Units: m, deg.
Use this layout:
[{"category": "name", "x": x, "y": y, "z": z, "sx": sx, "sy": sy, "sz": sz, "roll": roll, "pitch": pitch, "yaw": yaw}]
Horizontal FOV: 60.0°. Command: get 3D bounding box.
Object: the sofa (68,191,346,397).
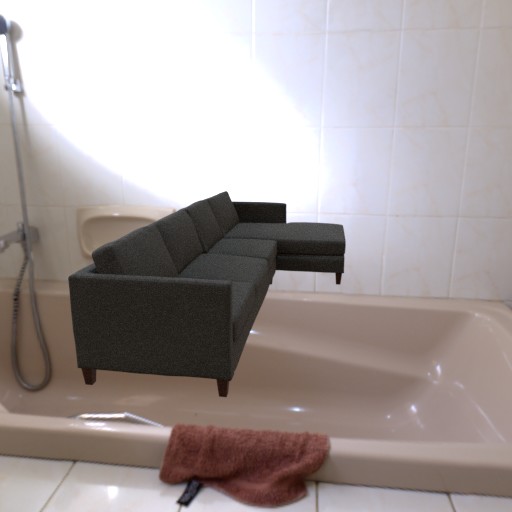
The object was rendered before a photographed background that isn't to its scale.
[{"category": "sofa", "x": 0.000, "y": 0.000, "z": 3.910, "sx": 1.625, "sy": 0.846, "sz": 3.186, "roll": 2, "pitch": 15, "yaw": 9}]
